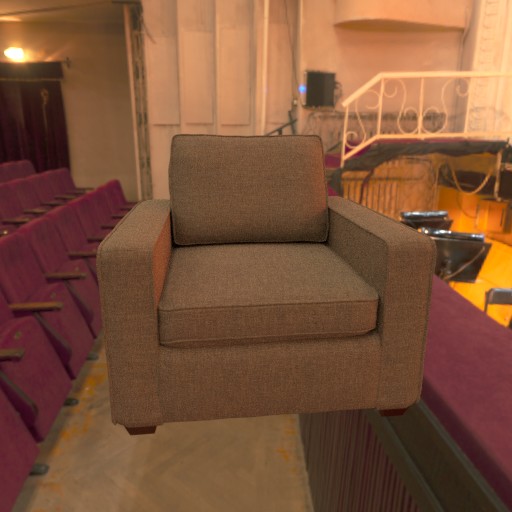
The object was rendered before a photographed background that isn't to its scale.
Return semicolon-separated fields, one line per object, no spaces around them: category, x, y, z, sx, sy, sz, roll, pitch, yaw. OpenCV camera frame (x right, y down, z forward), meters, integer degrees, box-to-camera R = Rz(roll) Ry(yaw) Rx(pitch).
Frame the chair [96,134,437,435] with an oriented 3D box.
chair;0.000;0.000;1.726;1.016;0.914;0.940;-2;16;-6
